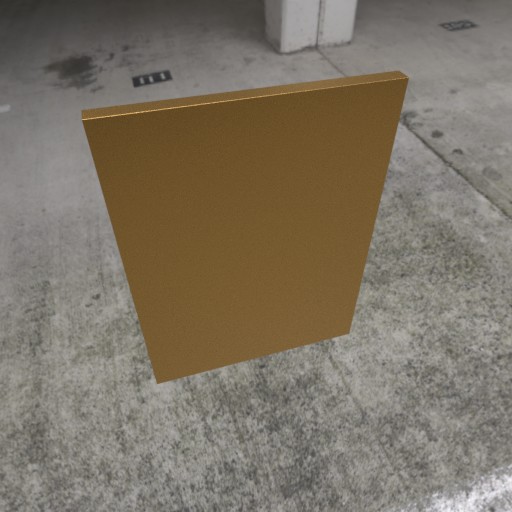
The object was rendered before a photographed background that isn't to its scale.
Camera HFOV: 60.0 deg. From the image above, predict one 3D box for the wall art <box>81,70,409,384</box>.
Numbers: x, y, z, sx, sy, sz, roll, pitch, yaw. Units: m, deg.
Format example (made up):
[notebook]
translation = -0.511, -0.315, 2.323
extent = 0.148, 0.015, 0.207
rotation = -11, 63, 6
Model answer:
[wall art]
translation = 0.000, 0.000, 1.082
extent = 0.610, 0.812, 0.038
rotation = -12, 44, -12
